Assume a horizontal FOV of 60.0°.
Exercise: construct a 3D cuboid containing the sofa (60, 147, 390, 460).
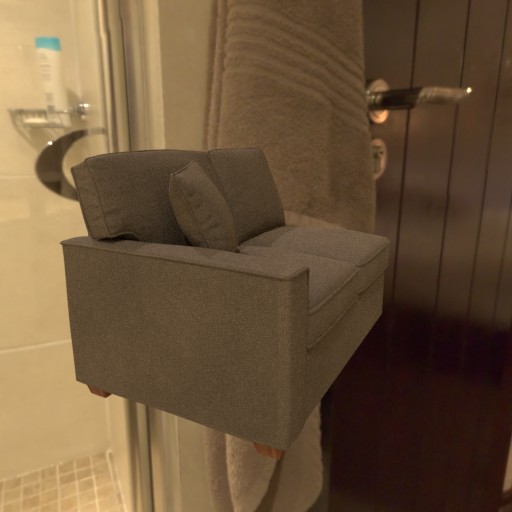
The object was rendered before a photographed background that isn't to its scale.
[{"bbox_3d":[0.000,0.000,2.086,0.991,0.989,1.388,7,16,27],"label":"sofa"}]
